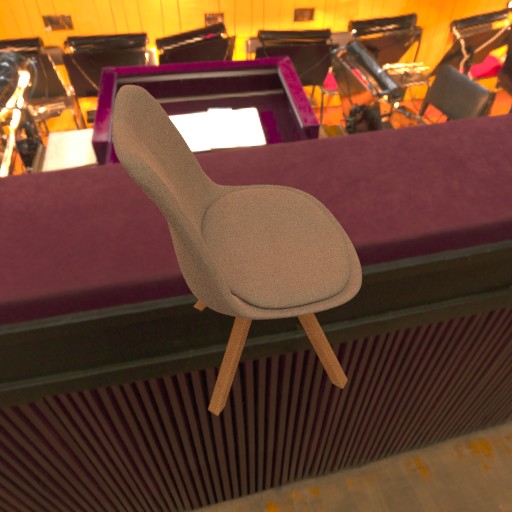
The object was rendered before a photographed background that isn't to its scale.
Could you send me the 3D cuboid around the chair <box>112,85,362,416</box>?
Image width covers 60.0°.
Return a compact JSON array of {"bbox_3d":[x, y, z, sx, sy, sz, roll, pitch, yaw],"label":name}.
[{"bbox_3d":[0.000,0.000,1.170,0.549,0.863,0.474,-8,47,-8],"label":"chair"}]
